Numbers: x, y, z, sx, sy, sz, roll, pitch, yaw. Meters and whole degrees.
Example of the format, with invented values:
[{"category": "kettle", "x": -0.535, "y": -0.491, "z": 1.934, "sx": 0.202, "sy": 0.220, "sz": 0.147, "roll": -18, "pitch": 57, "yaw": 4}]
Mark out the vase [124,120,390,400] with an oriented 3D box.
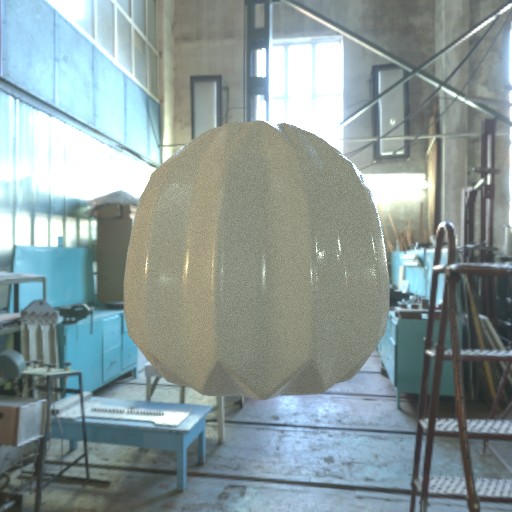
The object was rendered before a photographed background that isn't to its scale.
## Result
[{"category": "vase", "x": 0.000, "y": 0.000, "z": 0.242, "sx": 0.139, "sy": 0.134, "sz": 0.139, "roll": 0, "pitch": 0, "yaw": 0}]
